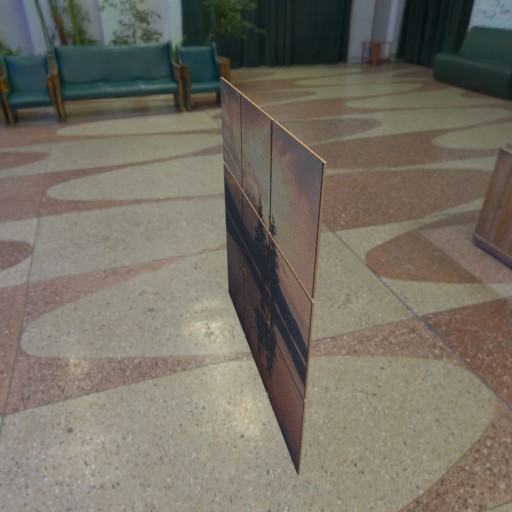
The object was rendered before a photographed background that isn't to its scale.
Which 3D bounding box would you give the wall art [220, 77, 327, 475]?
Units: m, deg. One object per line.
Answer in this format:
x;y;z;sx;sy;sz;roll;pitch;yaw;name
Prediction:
0.000;0.000;2.320;0.013;1.525;1.520;-8;32;-13;wall art
